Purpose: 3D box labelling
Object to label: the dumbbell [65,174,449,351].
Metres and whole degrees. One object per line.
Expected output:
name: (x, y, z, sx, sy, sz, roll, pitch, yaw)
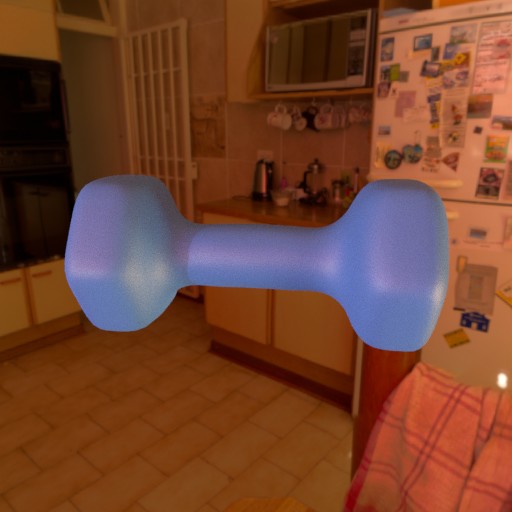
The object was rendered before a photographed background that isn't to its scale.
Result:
dumbbell: (0.000, 0.000, 0.268, 0.212, 0.093, 0.103, 3, 16, 9)
